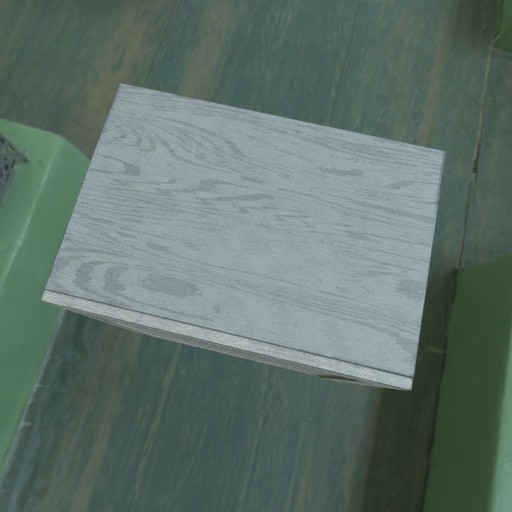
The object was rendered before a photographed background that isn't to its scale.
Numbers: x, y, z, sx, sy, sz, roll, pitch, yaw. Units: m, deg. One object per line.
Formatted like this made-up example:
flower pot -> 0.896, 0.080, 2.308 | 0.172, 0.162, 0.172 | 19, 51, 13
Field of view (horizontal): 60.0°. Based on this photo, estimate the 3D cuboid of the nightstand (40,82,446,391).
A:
nightstand -> 0.000, 0.000, 1.088 | 0.612, 0.673, 0.483 | 13, 76, 3
